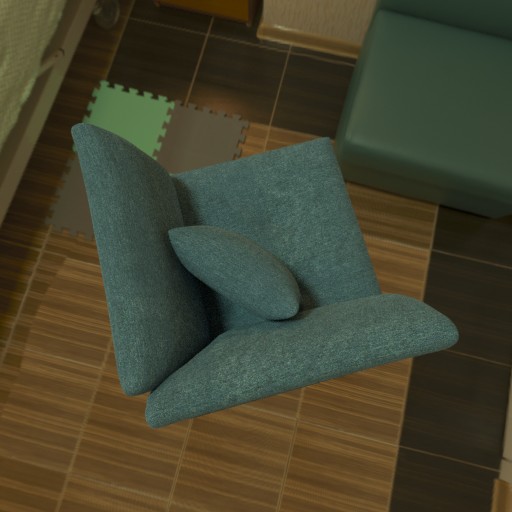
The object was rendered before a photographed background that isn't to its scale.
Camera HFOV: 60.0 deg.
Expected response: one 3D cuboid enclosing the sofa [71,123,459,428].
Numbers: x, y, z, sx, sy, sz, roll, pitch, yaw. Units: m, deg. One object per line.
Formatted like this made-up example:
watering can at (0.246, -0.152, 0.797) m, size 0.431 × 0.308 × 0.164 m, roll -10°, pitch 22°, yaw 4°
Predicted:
sofa at (0.000, 0.000, 1.735) m, size 1.000 × 0.820 × 1.000 m, roll -15°, pitch 77°, yaw -3°
